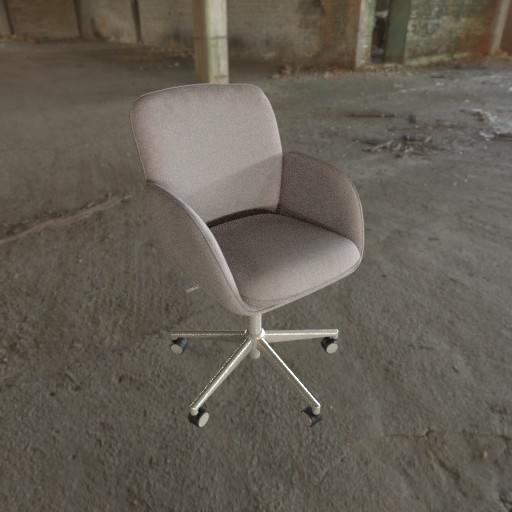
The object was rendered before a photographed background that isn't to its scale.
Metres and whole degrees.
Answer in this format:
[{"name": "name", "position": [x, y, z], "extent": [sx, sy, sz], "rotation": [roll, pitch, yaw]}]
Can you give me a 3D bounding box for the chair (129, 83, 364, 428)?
[{"name": "chair", "position": [0.000, 0.000, 1.407], "extent": [0.648, 0.959, 0.654], "rotation": [-20, 35, -31]}]
